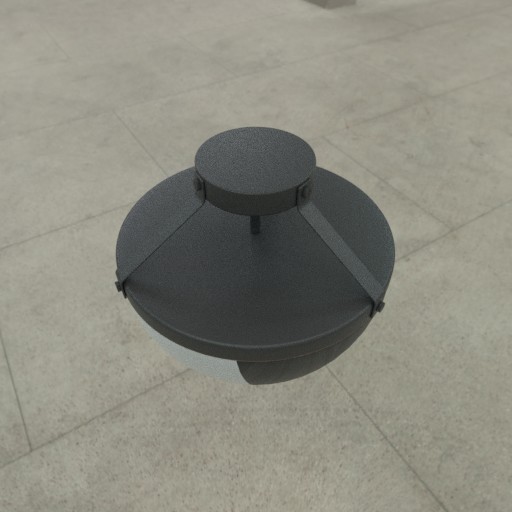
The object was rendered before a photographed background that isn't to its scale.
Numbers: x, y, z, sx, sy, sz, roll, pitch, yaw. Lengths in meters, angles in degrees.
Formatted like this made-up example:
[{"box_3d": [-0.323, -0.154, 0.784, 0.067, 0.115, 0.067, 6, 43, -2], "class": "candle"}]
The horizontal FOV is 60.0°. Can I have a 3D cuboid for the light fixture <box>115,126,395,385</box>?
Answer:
[{"box_3d": [0.000, 0.000, 0.518, 0.304, 0.269, 0.304, 0, 45, 0], "class": "light fixture"}]
